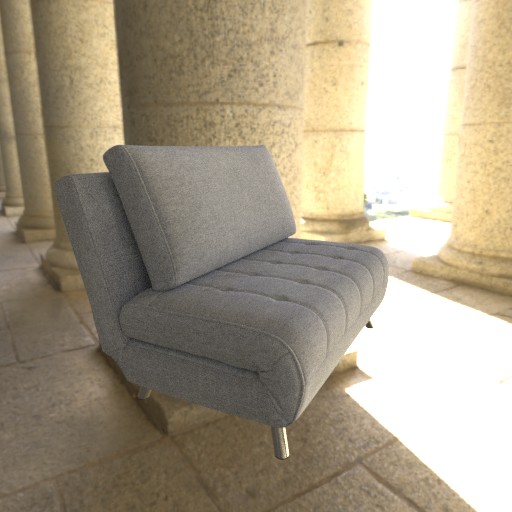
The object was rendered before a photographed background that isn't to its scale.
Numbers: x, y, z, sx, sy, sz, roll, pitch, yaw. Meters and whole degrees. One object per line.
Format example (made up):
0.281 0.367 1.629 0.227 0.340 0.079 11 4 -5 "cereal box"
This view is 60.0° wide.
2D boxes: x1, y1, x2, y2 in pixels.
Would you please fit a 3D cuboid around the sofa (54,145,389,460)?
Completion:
0.000 0.000 1.870 0.910 0.910 1.220 7 16 27 "sofa"
